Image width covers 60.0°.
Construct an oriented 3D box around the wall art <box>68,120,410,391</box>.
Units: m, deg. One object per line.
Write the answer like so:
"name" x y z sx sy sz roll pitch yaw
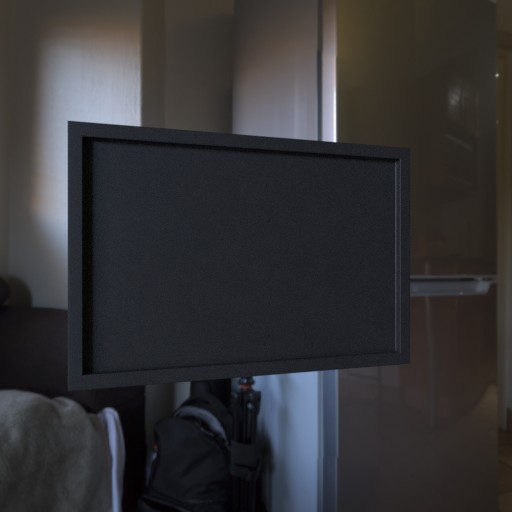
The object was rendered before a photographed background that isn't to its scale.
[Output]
"wall art" 0.000 0.000 0.566 0.443 0.301 0.021 0 0 -17
